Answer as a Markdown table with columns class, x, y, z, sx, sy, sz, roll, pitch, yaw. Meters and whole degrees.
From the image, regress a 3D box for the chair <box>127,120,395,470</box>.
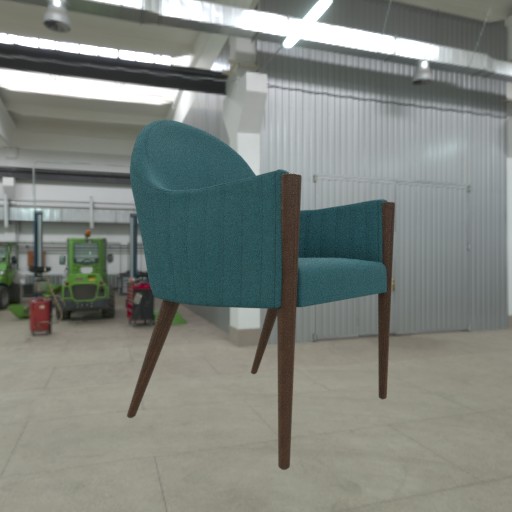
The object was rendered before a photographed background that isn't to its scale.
| class | x | y | z | sx | sy | sz | roll | pitch | yaw |
| --- | --- | --- | --- | --- | --- | --- | --- | --- | --- |
| chair | 0.000 | 0.000 | 1.347 | 0.652 | 0.907 | 0.656 | 0 | 0 | 36 |
